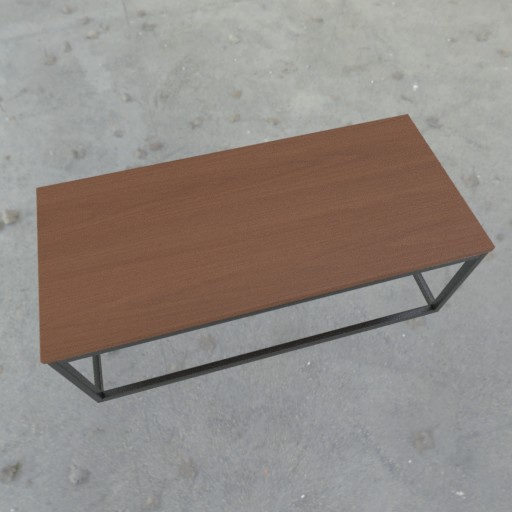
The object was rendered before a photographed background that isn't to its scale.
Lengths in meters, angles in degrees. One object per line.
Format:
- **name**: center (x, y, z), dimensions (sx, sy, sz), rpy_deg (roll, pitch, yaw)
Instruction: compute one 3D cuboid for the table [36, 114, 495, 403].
- **table**: center (0.000, 0.000, 1.322), dimensions (1.100, 0.400, 0.500), rpy_deg (-13, 60, -8)
